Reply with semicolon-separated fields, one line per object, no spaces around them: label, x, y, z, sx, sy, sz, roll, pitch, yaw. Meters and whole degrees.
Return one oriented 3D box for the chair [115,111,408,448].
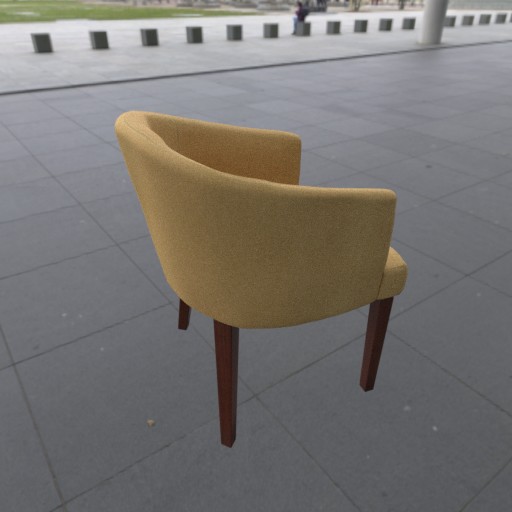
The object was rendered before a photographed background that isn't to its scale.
chair;0.000;0.000;1.259;0.655;0.811;0.583;-11;32;-18
